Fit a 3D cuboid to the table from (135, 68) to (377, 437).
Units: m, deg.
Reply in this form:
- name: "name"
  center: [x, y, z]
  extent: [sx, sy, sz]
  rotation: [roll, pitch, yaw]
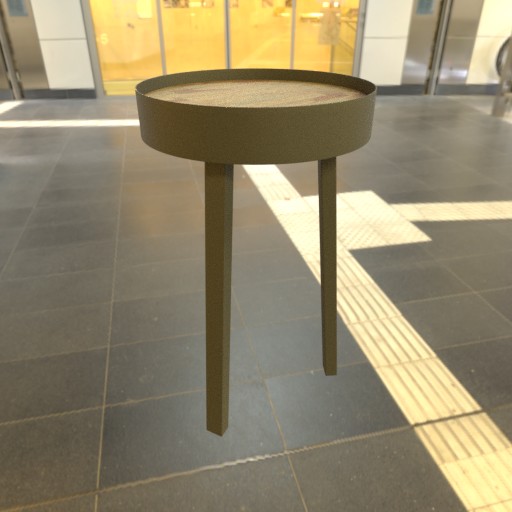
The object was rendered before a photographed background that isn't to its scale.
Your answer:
- name: "table"
  center: [0.000, 0.000, 0.934]
  extent: [0.406, 0.686, 0.406]
  rotation: [-18, 34, -28]
